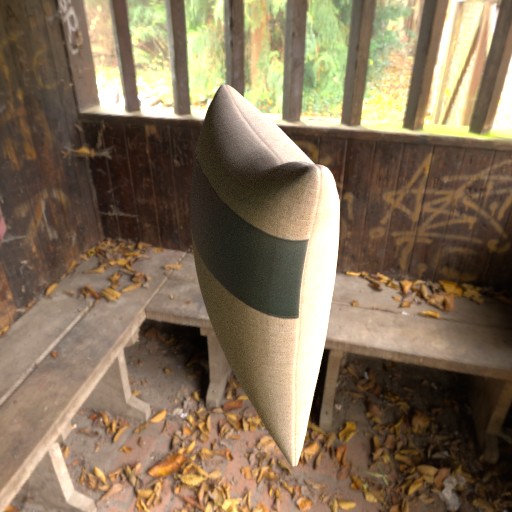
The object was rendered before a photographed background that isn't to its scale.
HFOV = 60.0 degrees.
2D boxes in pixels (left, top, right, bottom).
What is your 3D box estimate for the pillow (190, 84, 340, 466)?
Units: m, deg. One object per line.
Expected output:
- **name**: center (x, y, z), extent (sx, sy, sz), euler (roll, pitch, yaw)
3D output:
- **pillow**: center (0.000, 0.000, 0.631), extent (0.173, 0.399, 0.414), euler (-7, 31, -12)
